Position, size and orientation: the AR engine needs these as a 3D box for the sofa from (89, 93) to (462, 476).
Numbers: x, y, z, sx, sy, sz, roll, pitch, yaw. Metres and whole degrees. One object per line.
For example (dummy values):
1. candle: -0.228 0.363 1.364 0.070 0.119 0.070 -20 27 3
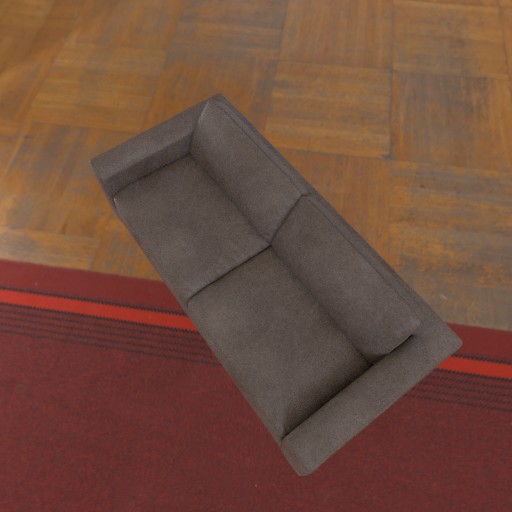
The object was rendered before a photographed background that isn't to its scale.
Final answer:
1. sofa: 0.000 0.000 2.721 1.070 0.801 2.262 -33 67 -16
